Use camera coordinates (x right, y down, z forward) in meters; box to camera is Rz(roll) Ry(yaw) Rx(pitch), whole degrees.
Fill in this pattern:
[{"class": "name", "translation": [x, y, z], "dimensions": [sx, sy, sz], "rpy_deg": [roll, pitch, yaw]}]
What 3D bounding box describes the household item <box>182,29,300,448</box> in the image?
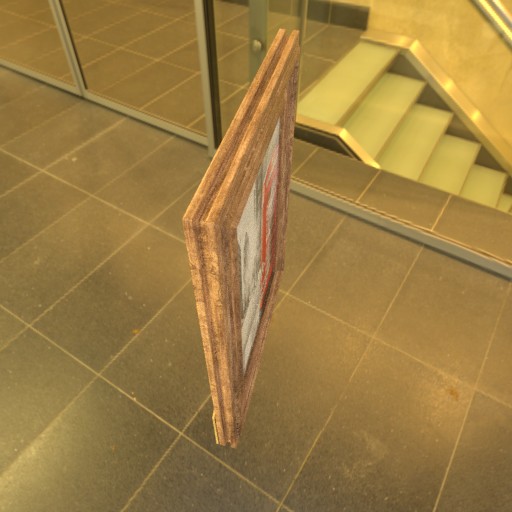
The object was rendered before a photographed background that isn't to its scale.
[{"class": "household item", "translation": [0.000, 0.000, 0.313], "dimensions": [0.018, 0.237, 0.186], "rpy_deg": [10, 49, 9]}]
